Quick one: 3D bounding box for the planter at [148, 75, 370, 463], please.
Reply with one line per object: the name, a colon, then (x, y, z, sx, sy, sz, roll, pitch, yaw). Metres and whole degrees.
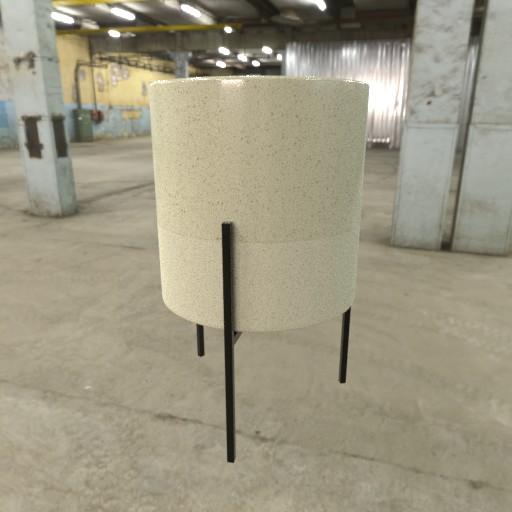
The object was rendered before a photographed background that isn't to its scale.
planter: (0.000, 0.000, 0.542, 0.243, 0.390, 0.234, 16, 24, 42)
